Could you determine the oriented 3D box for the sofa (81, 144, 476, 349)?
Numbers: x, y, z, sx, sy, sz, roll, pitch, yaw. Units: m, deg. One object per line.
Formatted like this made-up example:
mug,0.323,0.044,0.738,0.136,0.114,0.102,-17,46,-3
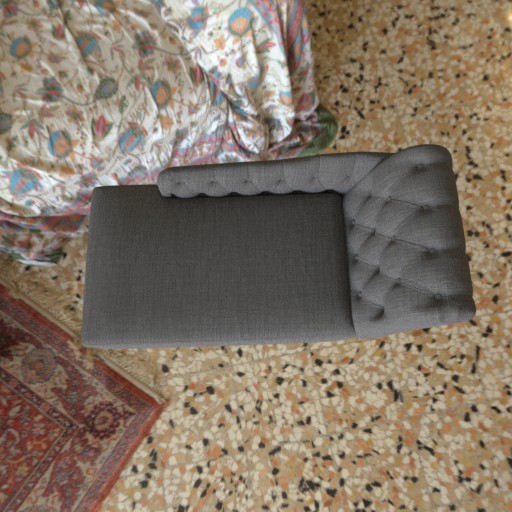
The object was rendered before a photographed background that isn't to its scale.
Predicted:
sofa,0.000,0.000,1.781,1.379,0.787,0.675,-2,75,0
